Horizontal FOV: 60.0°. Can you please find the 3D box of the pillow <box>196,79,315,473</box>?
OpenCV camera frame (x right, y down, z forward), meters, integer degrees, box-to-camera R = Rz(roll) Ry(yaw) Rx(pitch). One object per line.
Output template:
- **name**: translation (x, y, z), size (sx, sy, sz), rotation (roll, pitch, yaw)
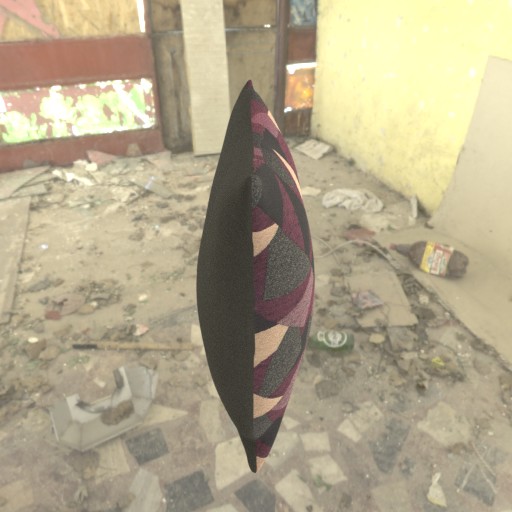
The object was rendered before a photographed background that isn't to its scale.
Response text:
- **pillow**: translation (0.000, 0.000, 0.771), size (0.208, 0.496, 0.503), rotation (0, 33, -1)
